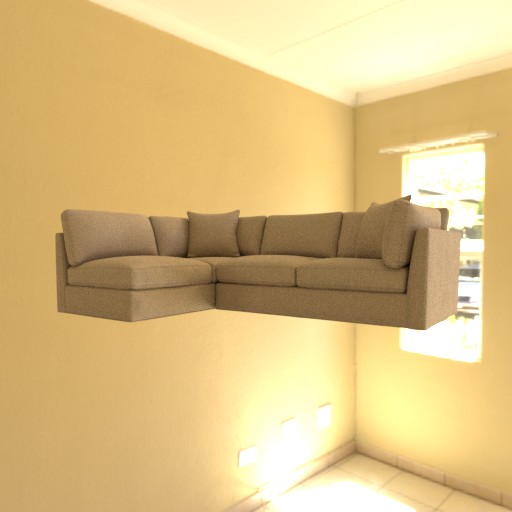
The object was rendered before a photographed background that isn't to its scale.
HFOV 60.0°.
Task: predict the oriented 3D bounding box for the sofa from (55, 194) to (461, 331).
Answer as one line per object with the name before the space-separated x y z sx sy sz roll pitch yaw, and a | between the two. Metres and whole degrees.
sofa | 0.000 0.000 3.812 2.896 0.978 1.994 1 1 35
